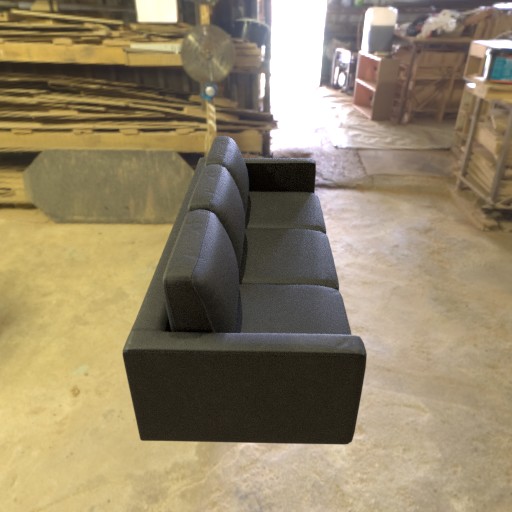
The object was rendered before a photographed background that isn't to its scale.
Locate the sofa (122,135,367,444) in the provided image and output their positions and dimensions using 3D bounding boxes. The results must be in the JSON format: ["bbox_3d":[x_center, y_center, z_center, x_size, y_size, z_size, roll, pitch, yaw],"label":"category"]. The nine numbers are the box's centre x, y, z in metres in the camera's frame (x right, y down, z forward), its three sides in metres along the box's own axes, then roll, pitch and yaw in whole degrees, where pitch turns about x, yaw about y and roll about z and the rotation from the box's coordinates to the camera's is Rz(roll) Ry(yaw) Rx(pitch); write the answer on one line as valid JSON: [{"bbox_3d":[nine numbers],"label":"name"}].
[{"bbox_3d":[0.000,0.000,2.493,0.879,0.899,2.029,1,31,1],"label":"sofa"}]
